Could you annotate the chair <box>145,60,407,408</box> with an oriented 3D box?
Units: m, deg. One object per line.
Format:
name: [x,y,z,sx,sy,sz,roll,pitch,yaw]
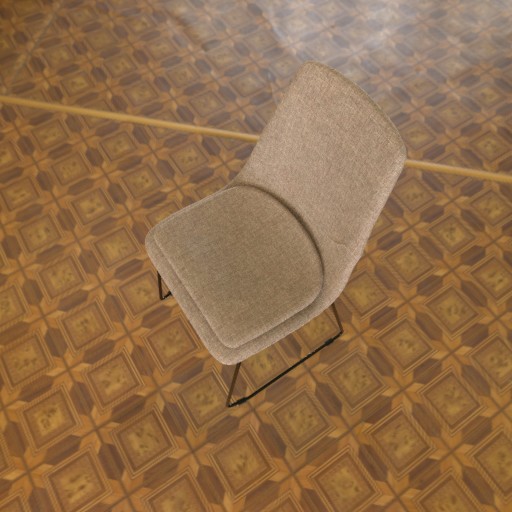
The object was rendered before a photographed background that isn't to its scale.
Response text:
chair: [0.000,0.000,1.175,0.518,0.858,0.479,-31,67,-15]
